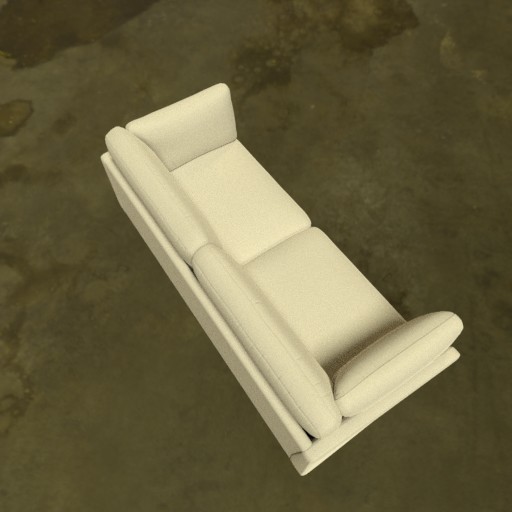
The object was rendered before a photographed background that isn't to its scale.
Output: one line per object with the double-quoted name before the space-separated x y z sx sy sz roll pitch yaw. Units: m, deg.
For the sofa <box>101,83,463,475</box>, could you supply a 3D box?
"sofa" 0.000 0.000 2.720 0.957 0.863 2.301 -30 63 -17
